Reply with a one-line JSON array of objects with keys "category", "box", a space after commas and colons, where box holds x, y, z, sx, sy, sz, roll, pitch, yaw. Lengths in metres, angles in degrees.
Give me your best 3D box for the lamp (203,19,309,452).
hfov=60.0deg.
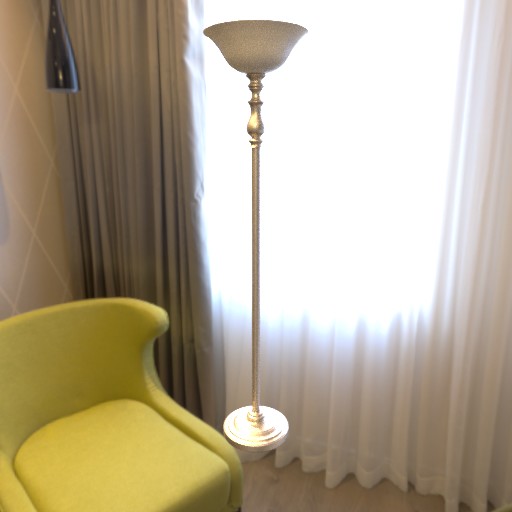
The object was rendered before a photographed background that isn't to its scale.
[{"category": "lamp", "box": [0.000, 0.000, 1.926, 0.405, 1.771, 0.405, -2, 15, -9]}]
